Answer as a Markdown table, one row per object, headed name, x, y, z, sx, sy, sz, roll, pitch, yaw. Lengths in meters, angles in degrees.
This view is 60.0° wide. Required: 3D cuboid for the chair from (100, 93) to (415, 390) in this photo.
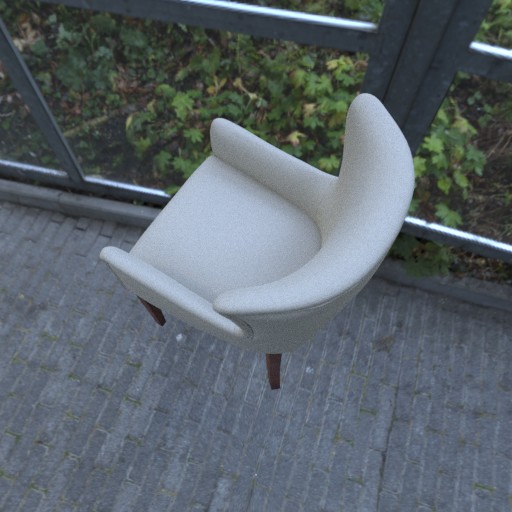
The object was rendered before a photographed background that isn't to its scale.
| name | x | y | z | sx | sy | sz | roll | pitch | yaw |
| --- | --- | --- | --- | --- | --- | --- | --- | --- | --- |
| chair | 0.000 | 0.000 | 1.404 | 0.686 | 0.952 | 0.660 | 29 | 67 | 13 |
